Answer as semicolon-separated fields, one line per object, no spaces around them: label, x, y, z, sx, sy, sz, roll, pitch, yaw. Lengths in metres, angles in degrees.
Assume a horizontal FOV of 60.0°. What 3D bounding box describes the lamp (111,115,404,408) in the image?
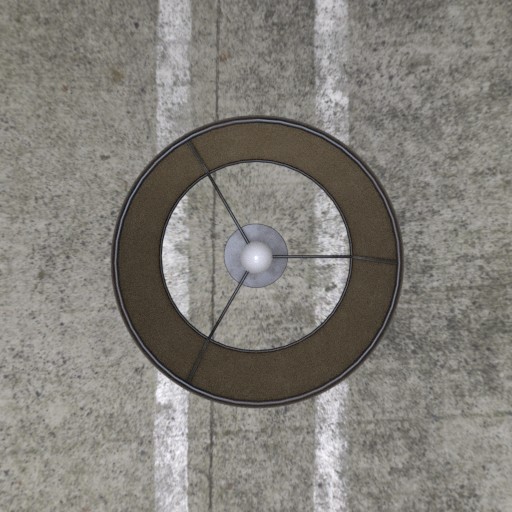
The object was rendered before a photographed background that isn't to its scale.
lamp;0.000;0.000;0.479;0.202;0.350;0.202;0;92;0
